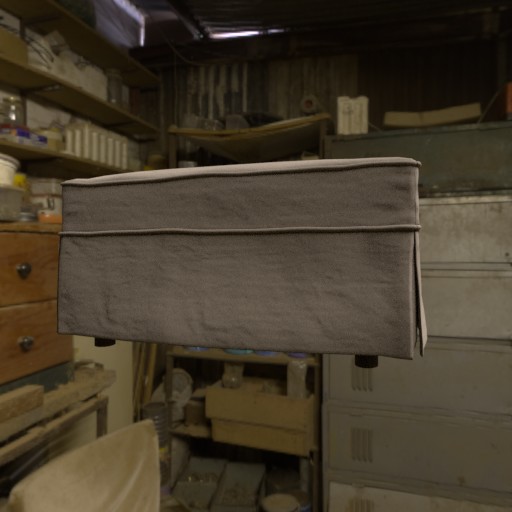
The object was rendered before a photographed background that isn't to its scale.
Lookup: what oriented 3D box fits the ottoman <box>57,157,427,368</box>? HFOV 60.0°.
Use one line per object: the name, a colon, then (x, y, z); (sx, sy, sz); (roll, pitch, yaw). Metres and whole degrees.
ottoman: (0.000, 0.000, 1.329); (0.944, 0.479, 0.703); (0, 1, 18)
